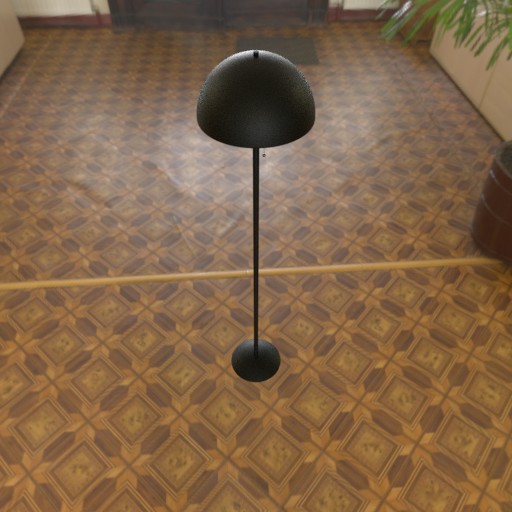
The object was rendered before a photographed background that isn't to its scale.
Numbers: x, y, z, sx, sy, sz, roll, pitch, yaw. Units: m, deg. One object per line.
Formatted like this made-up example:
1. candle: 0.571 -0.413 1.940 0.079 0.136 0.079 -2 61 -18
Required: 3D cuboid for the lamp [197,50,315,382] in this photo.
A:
1. lamp: 0.000 0.000 1.642 0.328 1.480 0.328 32 54 26
